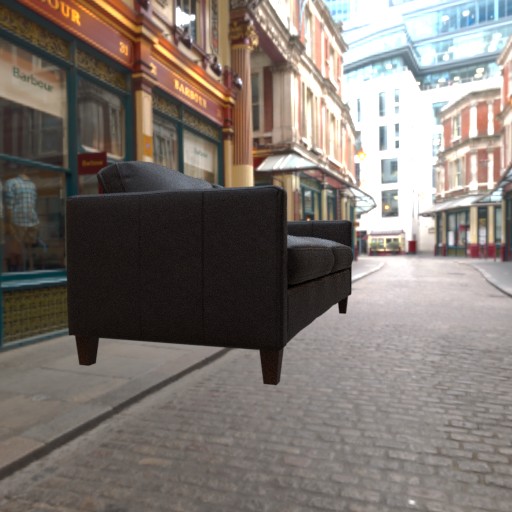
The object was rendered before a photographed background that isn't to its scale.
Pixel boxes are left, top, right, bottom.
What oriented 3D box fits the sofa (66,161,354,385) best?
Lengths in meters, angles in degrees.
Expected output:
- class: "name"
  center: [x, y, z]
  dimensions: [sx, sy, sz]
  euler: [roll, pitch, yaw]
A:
- class: "sofa"
  center: [0.000, 0.000, 2.517]
  dimensions: [0.933, 0.863, 1.971]
  euler: [0, 1, 19]
